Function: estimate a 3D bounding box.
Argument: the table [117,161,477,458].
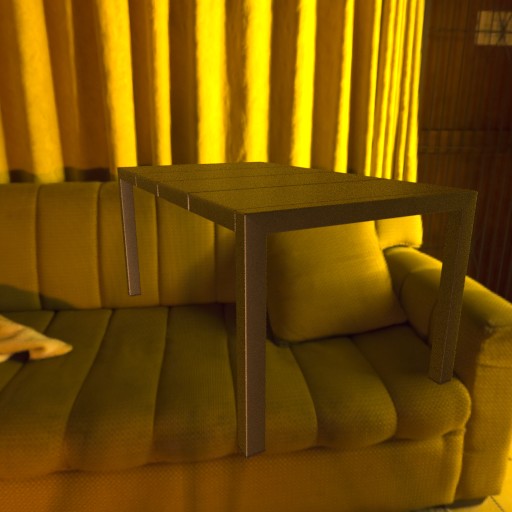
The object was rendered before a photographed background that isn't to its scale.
[{"bbox_3d":[0.000,0.000,1.290,0.559,0.460,0.965,-8,18,-27],"label":"table"}]
